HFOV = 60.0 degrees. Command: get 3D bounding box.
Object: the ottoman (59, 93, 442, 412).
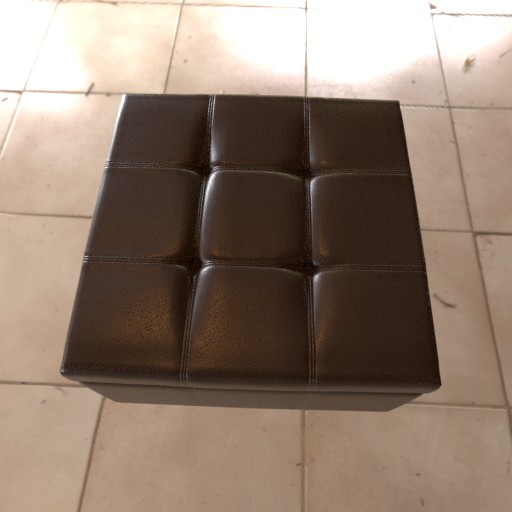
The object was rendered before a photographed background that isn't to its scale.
[{"bbox_3d":[0.000,0.000,1.248,0.787,0.460,0.788,2,64,1],"label":"ottoman"}]
